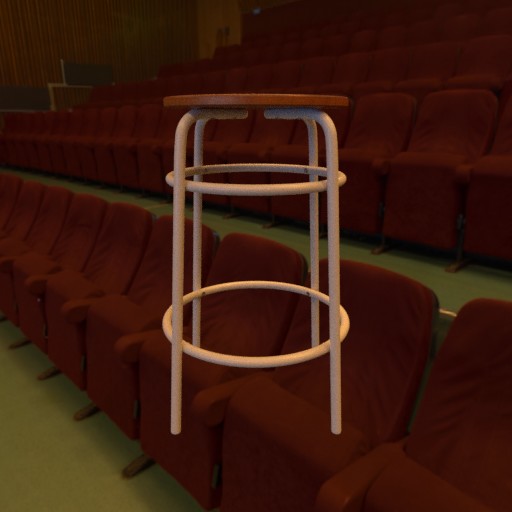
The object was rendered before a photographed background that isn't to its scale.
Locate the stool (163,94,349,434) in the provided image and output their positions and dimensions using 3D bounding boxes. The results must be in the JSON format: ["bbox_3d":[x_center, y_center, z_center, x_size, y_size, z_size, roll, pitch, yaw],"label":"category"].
[{"bbox_3d":[0.000,0.000,0.909,0.455,0.610,0.455,17,24,42],"label":"stool"}]
